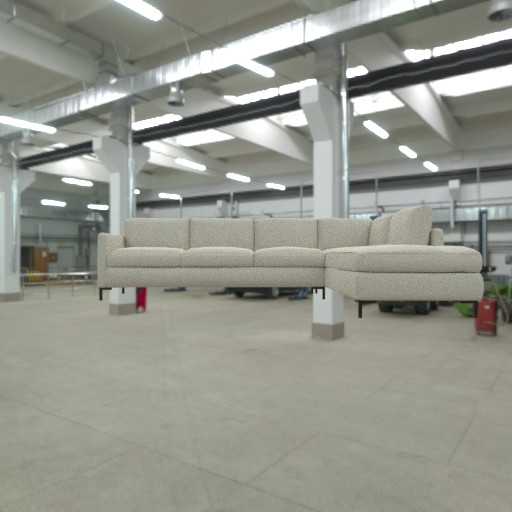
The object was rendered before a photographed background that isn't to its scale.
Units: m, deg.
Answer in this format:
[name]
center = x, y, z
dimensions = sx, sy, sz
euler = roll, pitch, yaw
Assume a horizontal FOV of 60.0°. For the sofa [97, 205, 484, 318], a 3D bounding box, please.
[sofa]
center = 0.000, 0.000, 3.836
dimensions = 2.949, 0.815, 2.007
euler = 0, 0, 0
